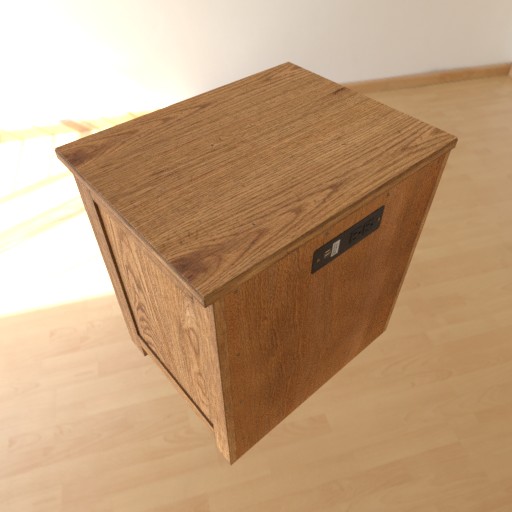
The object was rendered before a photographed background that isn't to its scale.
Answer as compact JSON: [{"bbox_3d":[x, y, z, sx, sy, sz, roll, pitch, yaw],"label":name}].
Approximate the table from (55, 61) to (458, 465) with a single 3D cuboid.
[{"bbox_3d":[0.000,0.000,1.061,0.601,0.625,0.494,-32,54,-27],"label":"table"}]
